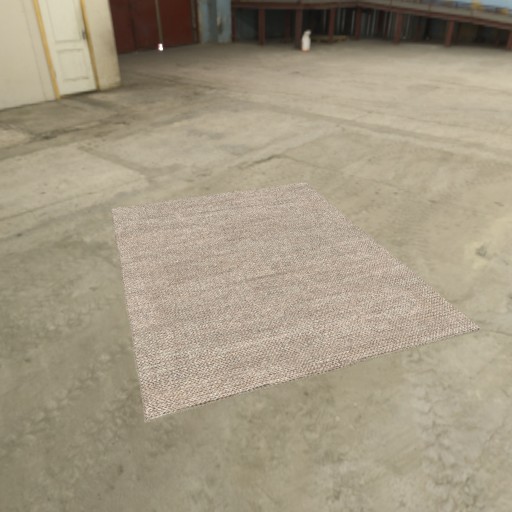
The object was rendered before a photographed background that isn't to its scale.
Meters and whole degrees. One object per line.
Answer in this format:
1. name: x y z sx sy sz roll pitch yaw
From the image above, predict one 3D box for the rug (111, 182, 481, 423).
1. rug: 0.000 0.000 4.115 2.429 0.030 3.052 -10 33 -17
